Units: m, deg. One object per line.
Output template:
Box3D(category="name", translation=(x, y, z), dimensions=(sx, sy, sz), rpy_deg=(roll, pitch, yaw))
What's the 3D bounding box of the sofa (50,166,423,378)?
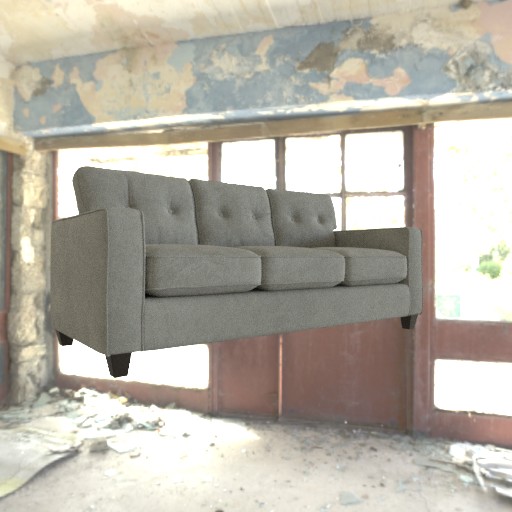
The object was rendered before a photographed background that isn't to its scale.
Box3D(category="sofa", translation=(0.000, 0.000, 2.673), dimensions=(2.133, 0.965, 0.939), rpy_deg=(0, 0, -37))
